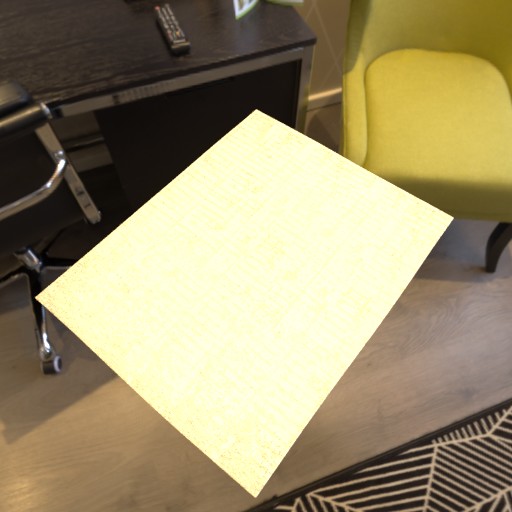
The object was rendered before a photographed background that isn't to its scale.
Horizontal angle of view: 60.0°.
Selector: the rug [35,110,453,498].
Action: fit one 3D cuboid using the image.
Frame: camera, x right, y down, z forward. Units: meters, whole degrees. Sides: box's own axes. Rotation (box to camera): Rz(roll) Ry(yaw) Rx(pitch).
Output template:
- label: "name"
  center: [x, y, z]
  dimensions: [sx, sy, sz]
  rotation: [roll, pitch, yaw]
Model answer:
- label: "rug"
  center: [0.000, 0.000, 4.042]
  dimensions: [2.447, 0.014, 3.061]
  rotation: [35, 65, 19]
